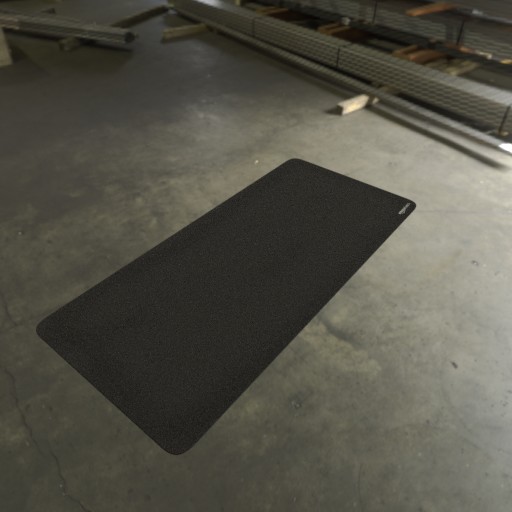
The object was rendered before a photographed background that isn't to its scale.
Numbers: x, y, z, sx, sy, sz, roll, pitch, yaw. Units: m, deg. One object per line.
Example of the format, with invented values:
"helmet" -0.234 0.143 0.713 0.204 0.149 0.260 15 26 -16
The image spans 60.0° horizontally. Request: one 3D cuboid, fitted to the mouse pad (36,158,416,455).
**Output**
"mouse pad" 0.000 0.000 1.048 0.424 0.003 0.907 28 48 28
